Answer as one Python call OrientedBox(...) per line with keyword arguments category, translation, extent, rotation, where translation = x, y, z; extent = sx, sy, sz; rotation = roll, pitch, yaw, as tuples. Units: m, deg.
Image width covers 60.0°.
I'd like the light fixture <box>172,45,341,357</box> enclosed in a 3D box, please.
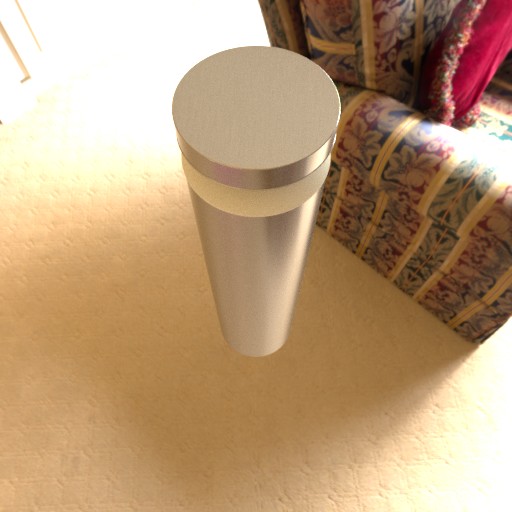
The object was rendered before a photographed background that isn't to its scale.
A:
OrientedBox(category="light fixture", translation=(0.000, 0.000, 0.440), extent=(0.102, 0.400, 0.102), rotation=(3, 63, 2))
